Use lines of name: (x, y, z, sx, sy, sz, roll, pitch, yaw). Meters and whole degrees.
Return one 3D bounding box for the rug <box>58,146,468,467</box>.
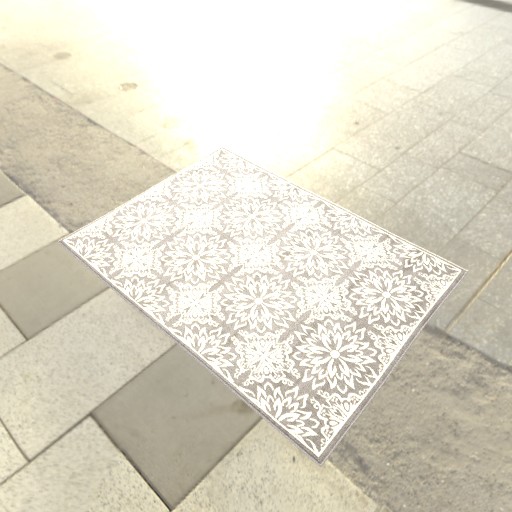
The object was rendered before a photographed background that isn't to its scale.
rug: (0.000, 0.000, 2.934, 2.213, 0.014, 1.608, 33, 54, 28)
